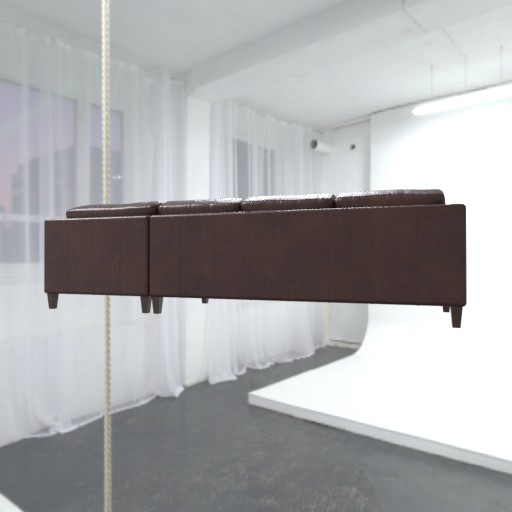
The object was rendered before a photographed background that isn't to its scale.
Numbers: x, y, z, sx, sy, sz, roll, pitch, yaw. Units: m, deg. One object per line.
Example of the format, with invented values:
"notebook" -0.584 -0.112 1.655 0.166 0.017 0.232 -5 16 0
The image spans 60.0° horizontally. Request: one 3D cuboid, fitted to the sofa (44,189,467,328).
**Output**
"sofa" 0.000 0.000 3.899 3.203 0.883 1.581 0 0 19
